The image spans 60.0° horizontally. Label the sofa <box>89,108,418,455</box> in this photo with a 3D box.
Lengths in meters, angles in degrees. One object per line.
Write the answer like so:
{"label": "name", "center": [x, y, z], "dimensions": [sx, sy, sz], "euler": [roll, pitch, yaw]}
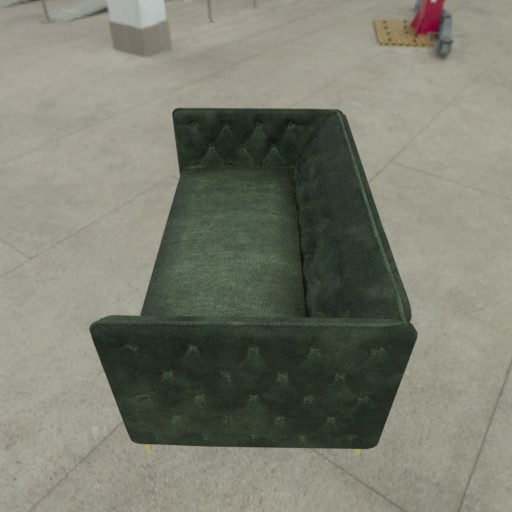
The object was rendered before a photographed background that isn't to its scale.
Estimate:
{"label": "sofa", "center": [0.000, 0.000, 1.973], "dimensions": [0.895, 0.768, 1.537], "euler": [1, 41, 1]}
